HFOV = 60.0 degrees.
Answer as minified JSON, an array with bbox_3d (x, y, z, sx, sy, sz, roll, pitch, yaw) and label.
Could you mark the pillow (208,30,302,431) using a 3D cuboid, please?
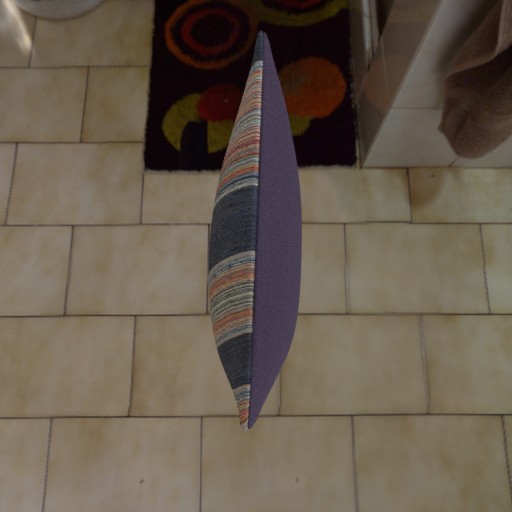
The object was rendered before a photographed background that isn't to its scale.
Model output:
[{"bbox_3d":[0.000,0.000,0.651,0.136,0.419,0.437,2,76,1],"label":"pillow"}]
